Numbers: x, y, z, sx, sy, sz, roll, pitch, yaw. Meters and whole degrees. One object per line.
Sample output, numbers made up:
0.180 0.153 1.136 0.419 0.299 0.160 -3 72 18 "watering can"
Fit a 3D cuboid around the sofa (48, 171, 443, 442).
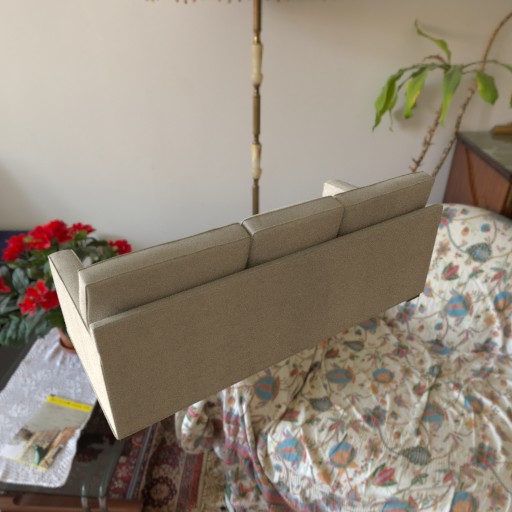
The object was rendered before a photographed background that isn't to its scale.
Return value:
0.000 0.000 2.599 2.093 0.862 0.936 -19 35 -28 "sofa"
